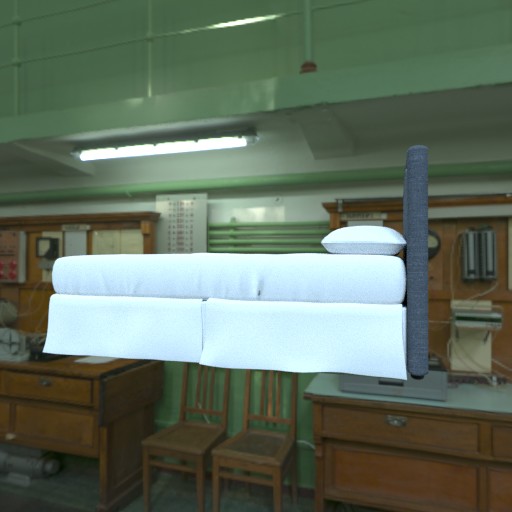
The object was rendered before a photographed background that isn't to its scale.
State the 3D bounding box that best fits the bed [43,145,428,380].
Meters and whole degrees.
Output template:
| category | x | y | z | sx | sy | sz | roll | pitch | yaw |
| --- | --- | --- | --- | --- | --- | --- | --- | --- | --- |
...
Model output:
| category | x | y | z | sx | sy | sz | roll | pitch | yaw |
| --- | --- | --- | --- | --- | --- | --- | --- | --- | --- |
| bed | 0.000 | 0.000 | 3.876 | 2.689 | 1.457 | 2.161 | 0 | 0 | 18 |
